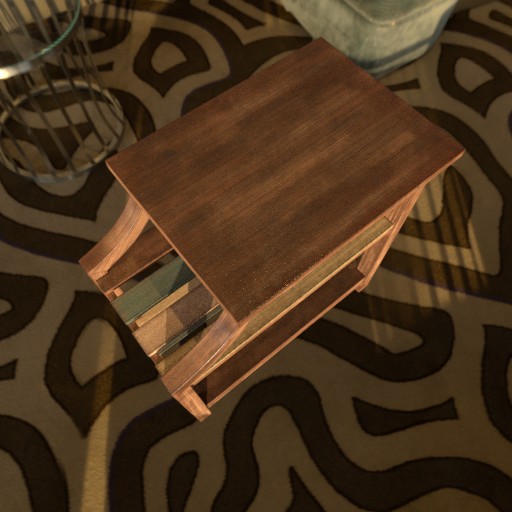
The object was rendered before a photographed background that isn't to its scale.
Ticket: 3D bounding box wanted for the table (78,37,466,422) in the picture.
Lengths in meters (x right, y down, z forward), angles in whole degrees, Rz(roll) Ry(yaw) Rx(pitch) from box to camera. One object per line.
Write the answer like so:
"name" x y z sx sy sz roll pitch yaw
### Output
"table" 0.000 0.000 0.972 0.609 0.584 0.356 -36 69 -16
